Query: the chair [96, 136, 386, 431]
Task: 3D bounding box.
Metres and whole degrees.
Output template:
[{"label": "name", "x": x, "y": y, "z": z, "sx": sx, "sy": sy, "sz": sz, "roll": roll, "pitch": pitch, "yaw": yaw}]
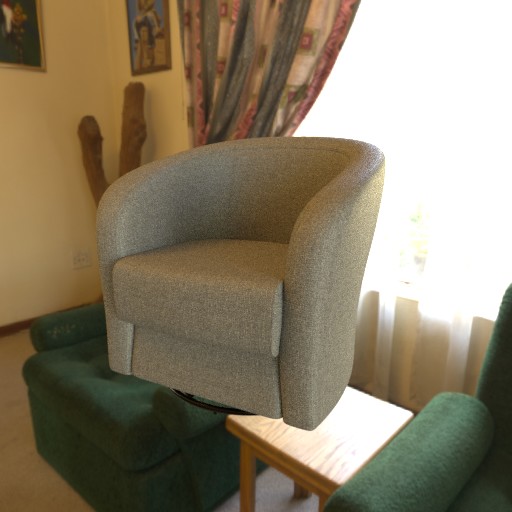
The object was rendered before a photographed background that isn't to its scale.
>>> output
[{"label": "chair", "x": 0.000, "y": 0.000, "z": 1.464, "sx": 0.791, "sy": 0.771, "sz": 0.815, "roll": 7, "pitch": 16, "yaw": 26}]
